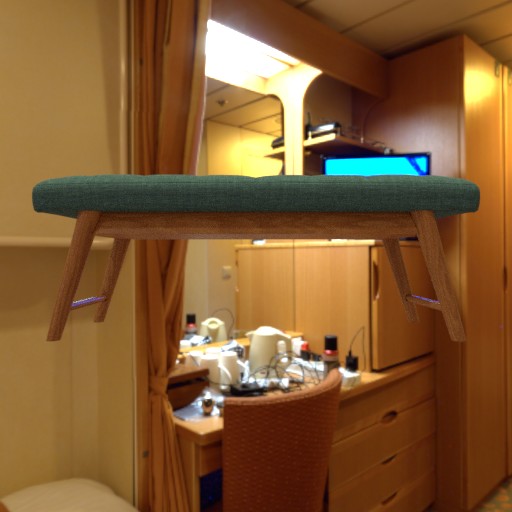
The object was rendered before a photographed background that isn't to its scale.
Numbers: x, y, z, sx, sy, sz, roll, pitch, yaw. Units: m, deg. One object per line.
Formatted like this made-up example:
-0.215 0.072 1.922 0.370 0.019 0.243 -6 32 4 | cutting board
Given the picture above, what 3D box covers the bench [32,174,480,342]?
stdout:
0.000 0.000 1.297 1.118 0.432 0.406 0 0 0 | bench
